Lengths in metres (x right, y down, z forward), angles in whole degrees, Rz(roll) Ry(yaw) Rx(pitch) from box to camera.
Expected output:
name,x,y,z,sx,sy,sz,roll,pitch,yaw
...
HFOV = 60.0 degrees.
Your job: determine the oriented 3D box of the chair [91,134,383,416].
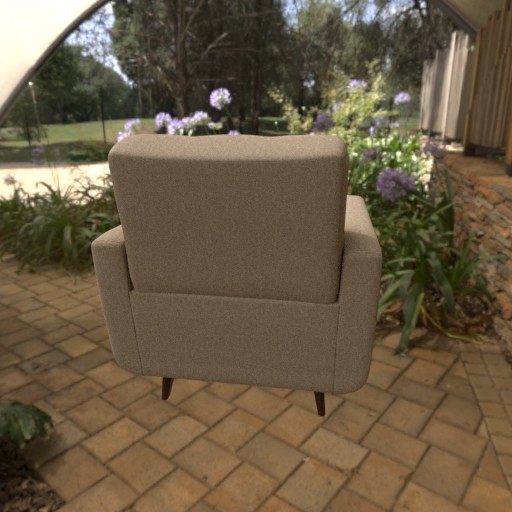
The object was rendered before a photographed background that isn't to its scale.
name,x,y,z,sx,sy,sz,roll,pitch,yaw
chair,0.000,0.000,1.798,0.897,0.965,1.128,3,17,9
